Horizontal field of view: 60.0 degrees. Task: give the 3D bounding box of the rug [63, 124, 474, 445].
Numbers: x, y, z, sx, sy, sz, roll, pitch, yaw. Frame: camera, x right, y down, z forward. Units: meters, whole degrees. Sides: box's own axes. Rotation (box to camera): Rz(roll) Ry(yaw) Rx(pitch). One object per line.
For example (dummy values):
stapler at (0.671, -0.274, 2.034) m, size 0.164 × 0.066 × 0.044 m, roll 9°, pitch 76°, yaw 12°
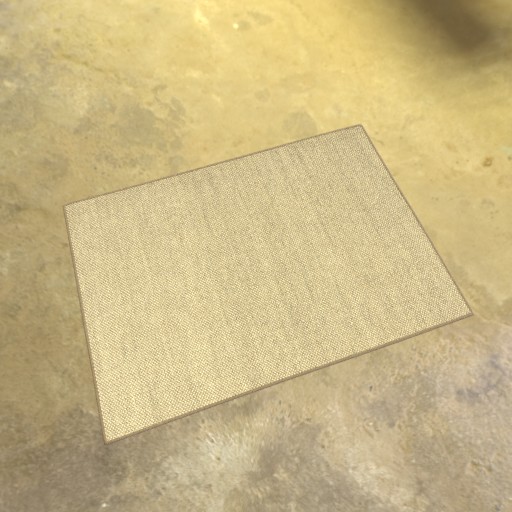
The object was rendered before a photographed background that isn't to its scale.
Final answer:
rug at (0.000, 0.000, 2.682) m, size 2.115 × 0.013 × 1.517 m, roll -17°, pitch 65°, yaw -8°
